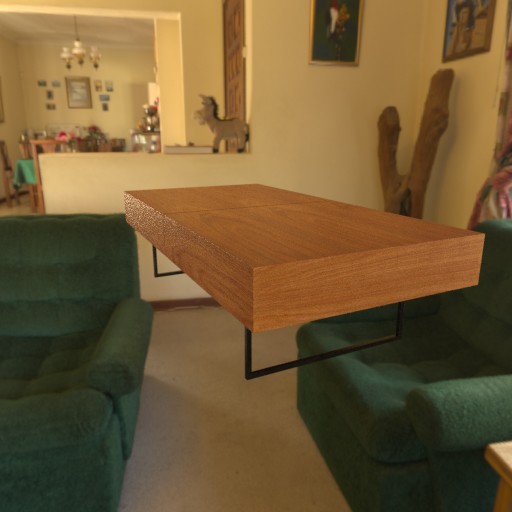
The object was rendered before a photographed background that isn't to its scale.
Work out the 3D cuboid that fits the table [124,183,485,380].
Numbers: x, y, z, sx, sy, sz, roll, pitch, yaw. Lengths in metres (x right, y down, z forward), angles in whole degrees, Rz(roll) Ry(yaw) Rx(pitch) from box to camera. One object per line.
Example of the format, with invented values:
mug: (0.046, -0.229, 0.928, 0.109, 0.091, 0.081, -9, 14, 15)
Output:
table: (0.000, 0.000, 1.472, 0.610, 0.330, 1.194, -8, 17, -26)
